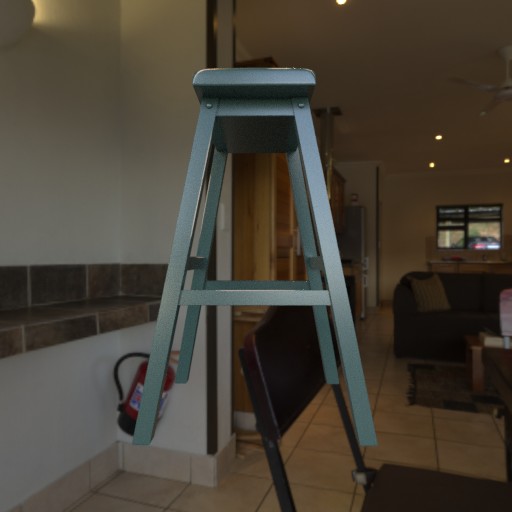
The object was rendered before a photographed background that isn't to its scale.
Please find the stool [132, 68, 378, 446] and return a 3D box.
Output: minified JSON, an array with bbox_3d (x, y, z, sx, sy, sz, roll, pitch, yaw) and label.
[{"bbox_3d":[0.000,0.000,1.088,0.476,0.737,0.457,0,0,1],"label":"stool"}]
